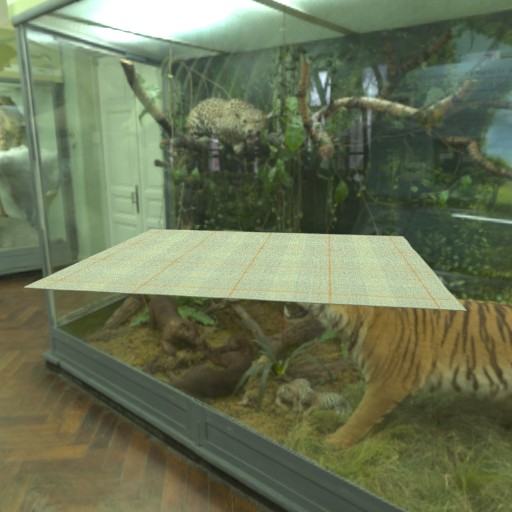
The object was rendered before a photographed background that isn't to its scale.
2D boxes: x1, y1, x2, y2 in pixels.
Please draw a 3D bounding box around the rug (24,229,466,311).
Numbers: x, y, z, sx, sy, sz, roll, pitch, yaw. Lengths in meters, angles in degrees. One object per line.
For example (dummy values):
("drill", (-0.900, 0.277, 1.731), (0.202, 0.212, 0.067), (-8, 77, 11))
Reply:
("rug", (0.000, 0.000, 4.167), (3.051, 0.021, 2.448), (2, 14, 9))
